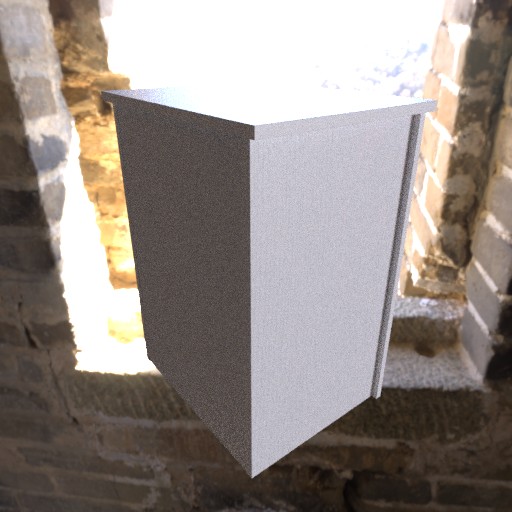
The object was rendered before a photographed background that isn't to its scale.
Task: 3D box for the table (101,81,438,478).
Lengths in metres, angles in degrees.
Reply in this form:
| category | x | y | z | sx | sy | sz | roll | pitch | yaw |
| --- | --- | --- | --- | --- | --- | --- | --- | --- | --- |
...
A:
| category | x | y | z | sx | sy | sz | roll | pitch | yaw |
| --- | --- | --- | --- | --- | --- | --- | --- | --- | --- |
| table | 0.000 | 0.000 | 0.926 | 0.381 | 0.635 | 0.480 | -19 | 32 | -34 |
